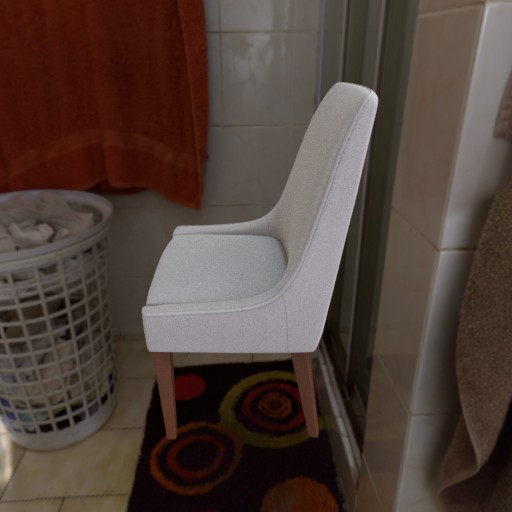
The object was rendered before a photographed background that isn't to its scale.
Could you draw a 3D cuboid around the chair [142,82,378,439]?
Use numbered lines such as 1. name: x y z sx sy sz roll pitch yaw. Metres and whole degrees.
1. chair: 0.000 0.000 1.204 0.544 0.861 0.529 0 25 -1
